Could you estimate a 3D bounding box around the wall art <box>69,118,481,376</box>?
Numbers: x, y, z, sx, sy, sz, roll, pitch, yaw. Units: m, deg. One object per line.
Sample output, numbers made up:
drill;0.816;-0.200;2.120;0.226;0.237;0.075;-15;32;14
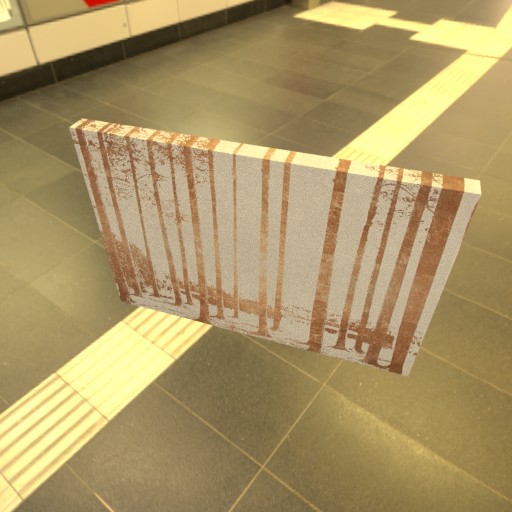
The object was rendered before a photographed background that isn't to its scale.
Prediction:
wall art;0.000;0.000;0.776;0.609;0.405;0.035;12;43;13
